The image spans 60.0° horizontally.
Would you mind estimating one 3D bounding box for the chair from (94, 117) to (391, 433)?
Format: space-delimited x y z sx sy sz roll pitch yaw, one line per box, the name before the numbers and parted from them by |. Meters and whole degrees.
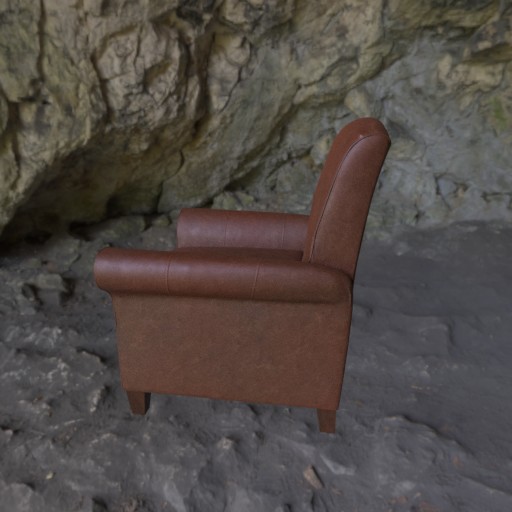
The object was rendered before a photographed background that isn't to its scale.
chair | 0.000 0.000 1.786 0.902 1.061 0.978 2 15 8
